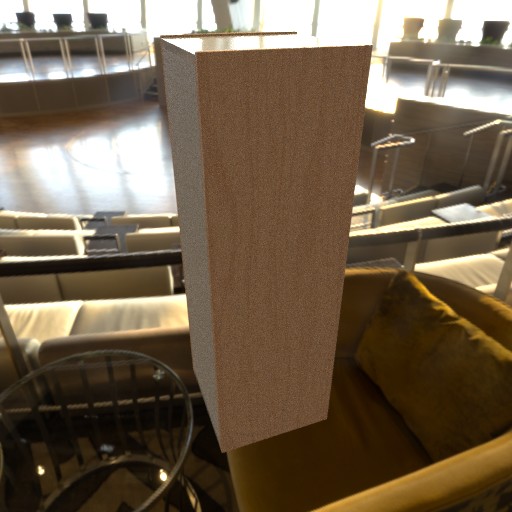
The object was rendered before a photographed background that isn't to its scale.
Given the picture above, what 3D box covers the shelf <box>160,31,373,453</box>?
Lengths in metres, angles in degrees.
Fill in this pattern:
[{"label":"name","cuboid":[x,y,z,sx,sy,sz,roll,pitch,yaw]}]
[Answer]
[{"label":"shelf","cuboid":[0.000,0.000,1.021,0.290,0.900,0.300,-11,33,-17]}]
